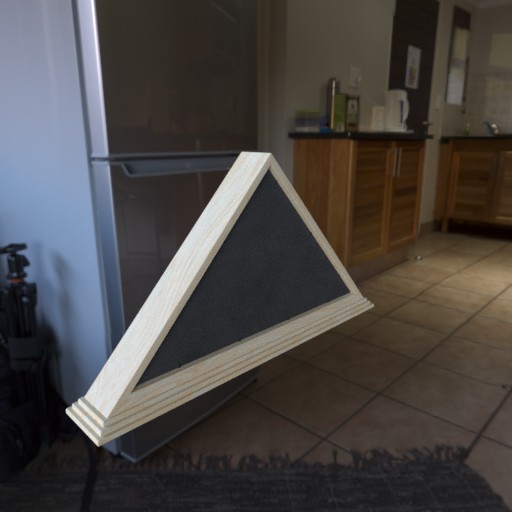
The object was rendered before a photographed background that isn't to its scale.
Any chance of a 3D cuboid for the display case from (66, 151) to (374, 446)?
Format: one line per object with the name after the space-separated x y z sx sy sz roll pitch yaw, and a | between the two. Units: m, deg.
0.000 0.000 0.747 0.640 0.340 0.095 -15 22 -43 | display case
